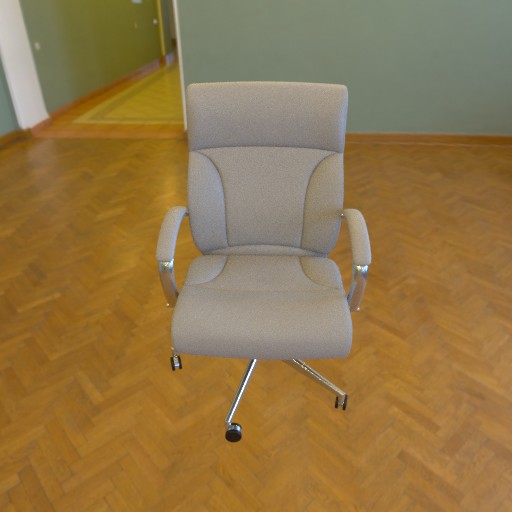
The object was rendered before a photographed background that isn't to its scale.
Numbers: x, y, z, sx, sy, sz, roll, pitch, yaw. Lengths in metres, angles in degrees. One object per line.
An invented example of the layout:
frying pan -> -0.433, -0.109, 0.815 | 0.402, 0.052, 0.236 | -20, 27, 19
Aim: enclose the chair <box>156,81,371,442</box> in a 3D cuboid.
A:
chair -> 0.000, 0.000, 1.603 | 0.727, 1.099, 0.745 | 1, 31, 2
